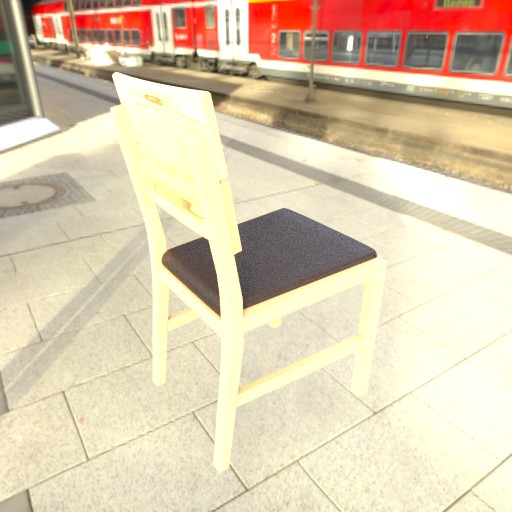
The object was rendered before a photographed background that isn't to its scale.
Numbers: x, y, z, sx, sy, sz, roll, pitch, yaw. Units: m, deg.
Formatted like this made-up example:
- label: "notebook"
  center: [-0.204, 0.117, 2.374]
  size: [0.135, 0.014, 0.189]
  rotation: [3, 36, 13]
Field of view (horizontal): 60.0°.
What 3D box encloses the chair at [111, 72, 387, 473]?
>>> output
- label: "chair"
  center: [0.000, 0.000, 1.242]
  size: [0.560, 0.950, 0.475]
  rotation: [-18, 33, -31]
